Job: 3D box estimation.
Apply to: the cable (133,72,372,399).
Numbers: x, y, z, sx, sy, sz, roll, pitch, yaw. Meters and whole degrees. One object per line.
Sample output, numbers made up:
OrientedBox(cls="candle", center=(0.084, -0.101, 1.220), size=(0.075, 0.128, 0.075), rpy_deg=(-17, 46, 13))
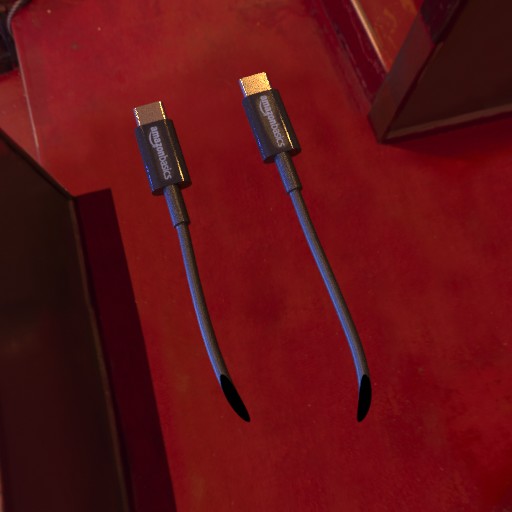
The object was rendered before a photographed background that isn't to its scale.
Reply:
OrientedBox(cls="cable", center=(0.000, 0.000, 0.109), size=(0.041, 0.005, 0.098), rpy_deg=(-17, 75, -5))
